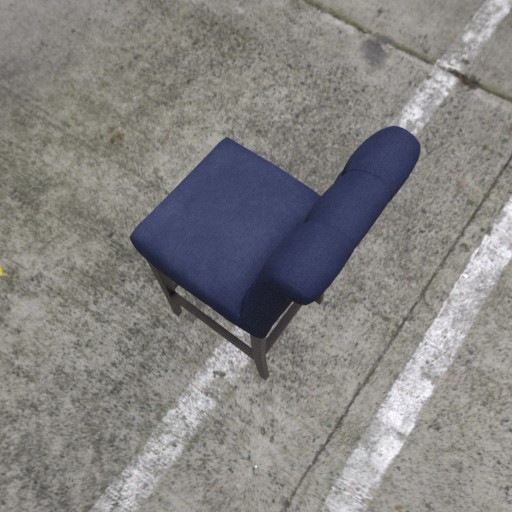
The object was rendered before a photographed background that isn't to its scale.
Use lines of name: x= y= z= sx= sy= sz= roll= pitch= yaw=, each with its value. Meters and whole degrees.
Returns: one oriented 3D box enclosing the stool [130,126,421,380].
stool: x=0.000 y=0.000 z=1.457 sx=0.601 sy=1.140 sz=0.493 roll=34 pitch=69 yaw=15
